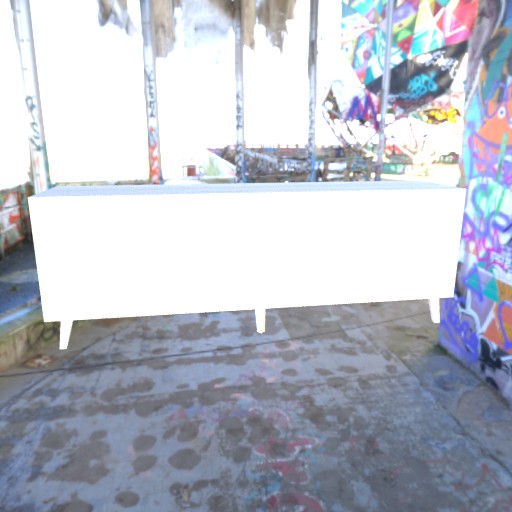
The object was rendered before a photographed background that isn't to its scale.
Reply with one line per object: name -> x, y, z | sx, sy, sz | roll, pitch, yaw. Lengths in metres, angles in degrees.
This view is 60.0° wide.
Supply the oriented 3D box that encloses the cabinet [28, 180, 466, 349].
cabinet -> 0.000, 0.000, 2.540 | 2.200, 0.780, 0.500 | -2, 15, -9
